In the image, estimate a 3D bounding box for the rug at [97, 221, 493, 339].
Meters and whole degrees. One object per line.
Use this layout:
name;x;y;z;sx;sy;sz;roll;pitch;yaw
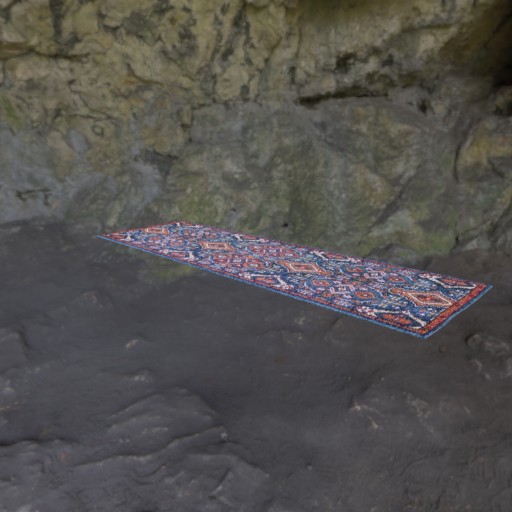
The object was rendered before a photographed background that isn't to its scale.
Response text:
rug;0.000;0.000;2.702;2.459;0.010;0.801;14;21;41
